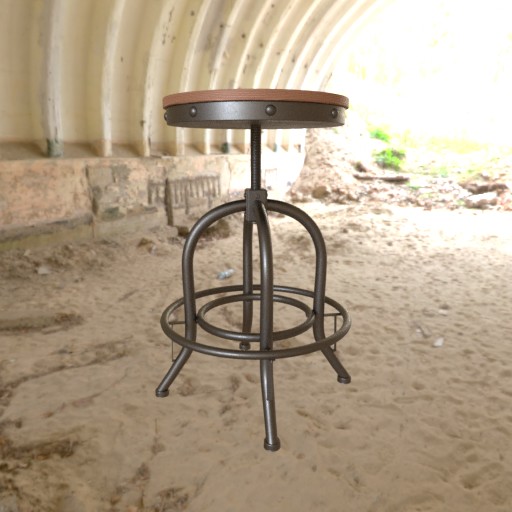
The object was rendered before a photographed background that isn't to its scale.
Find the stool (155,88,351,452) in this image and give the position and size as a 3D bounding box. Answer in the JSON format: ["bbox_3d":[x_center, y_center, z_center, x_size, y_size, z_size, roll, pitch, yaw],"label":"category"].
[{"bbox_3d":[0.000,0.000,0.916,0.439,0.609,0.439,-2,14,-8],"label":"stool"}]
